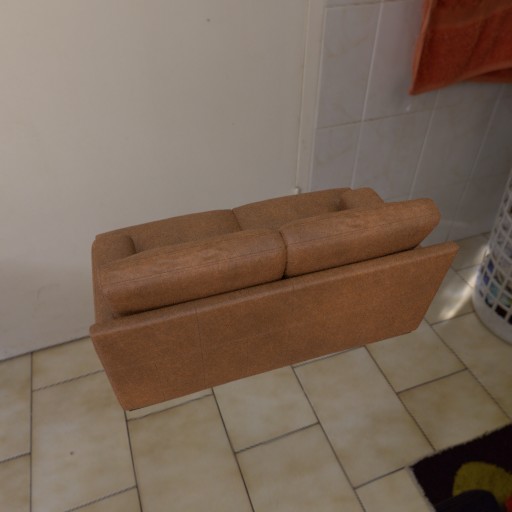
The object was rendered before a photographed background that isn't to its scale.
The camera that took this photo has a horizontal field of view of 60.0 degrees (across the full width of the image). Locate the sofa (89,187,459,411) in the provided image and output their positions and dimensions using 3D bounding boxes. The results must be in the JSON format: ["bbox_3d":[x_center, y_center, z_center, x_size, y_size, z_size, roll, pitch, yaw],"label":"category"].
[{"bbox_3d":[0.000,0.000,2.608,1.880,0.966,1.144,-12,44,-13],"label":"sofa"}]
